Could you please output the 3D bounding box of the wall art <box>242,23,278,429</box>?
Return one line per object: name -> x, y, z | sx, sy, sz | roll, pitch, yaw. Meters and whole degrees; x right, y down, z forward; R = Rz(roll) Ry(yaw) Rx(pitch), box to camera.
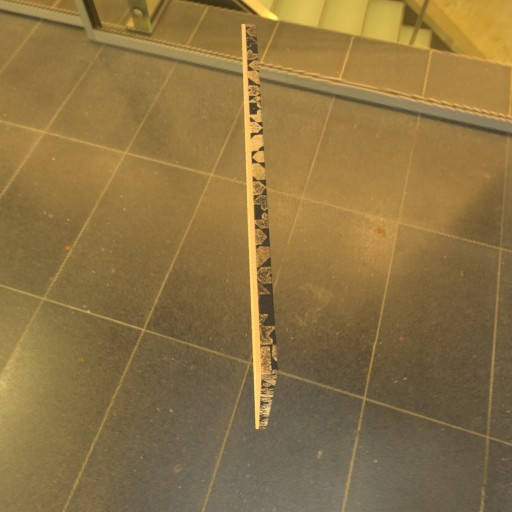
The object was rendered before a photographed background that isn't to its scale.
wall art -> 0.000, 0.000, 1.369 | 0.038, 0.914, 0.914 | -2, 63, -1
